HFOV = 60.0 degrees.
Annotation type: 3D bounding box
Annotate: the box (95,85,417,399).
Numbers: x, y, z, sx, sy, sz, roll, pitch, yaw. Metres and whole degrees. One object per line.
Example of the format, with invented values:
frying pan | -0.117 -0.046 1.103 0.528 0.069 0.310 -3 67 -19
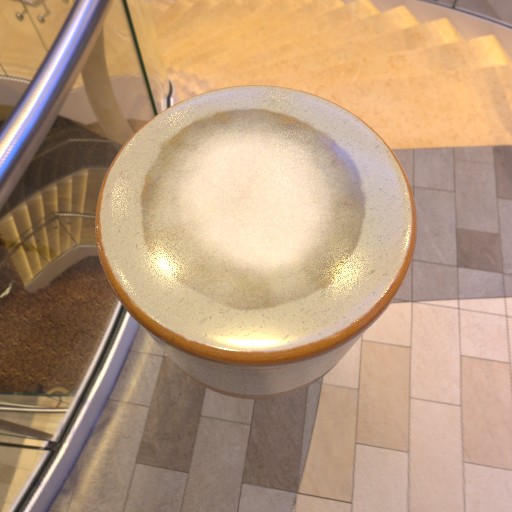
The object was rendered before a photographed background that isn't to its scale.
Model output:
box | 0.000 0.000 0.211 0.123 0.100 0.123 0 64 0
